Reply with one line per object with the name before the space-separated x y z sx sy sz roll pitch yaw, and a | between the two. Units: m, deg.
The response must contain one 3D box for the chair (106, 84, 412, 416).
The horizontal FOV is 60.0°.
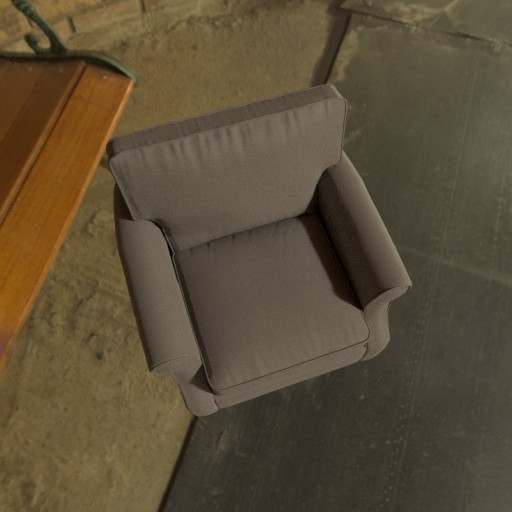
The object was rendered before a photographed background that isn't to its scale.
chair | 0.000 0.000 1.810 1.029 0.967 0.966 -17 65 -8
